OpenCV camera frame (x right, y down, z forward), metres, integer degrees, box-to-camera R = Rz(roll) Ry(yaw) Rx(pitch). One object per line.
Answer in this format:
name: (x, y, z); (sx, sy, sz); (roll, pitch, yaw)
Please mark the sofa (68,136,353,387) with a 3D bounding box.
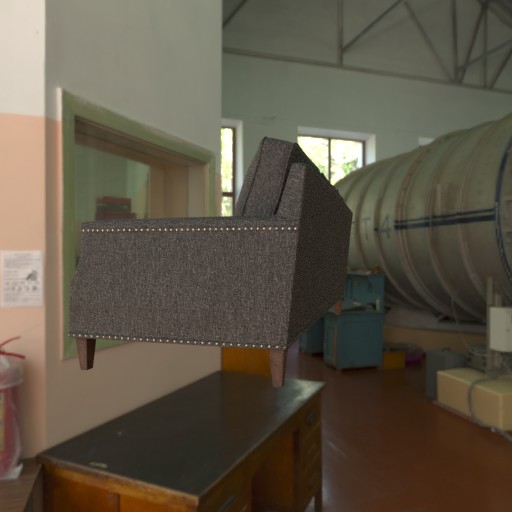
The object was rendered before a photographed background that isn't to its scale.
sofa: (0.000, 0.000, 2.855); (1.084, 1.003, 2.246); (0, 0, 17)
